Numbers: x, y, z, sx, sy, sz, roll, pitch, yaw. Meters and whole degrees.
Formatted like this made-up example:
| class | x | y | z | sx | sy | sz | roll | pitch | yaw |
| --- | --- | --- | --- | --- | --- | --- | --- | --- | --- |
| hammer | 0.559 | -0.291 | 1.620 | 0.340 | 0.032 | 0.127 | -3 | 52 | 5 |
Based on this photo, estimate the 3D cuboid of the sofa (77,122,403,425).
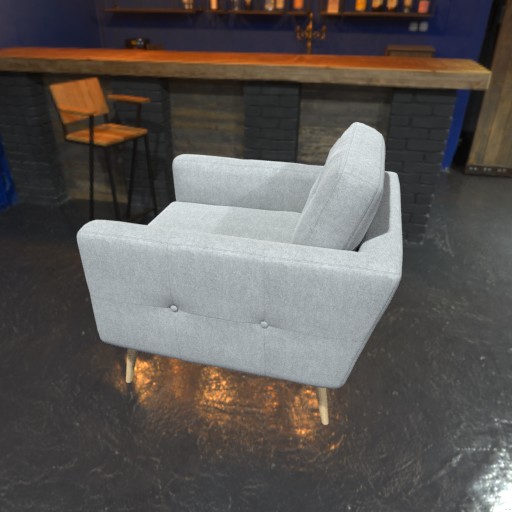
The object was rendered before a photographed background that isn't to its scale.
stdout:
| class | x | y | z | sx | sy | sz | roll | pitch | yaw |
| --- | --- | --- | --- | --- | --- | --- | --- | --- | --- |
| sofa | 0.000 | 0.000 | 1.564 | 0.920 | 0.860 | 0.770 | 8 | 31 | 13 |
